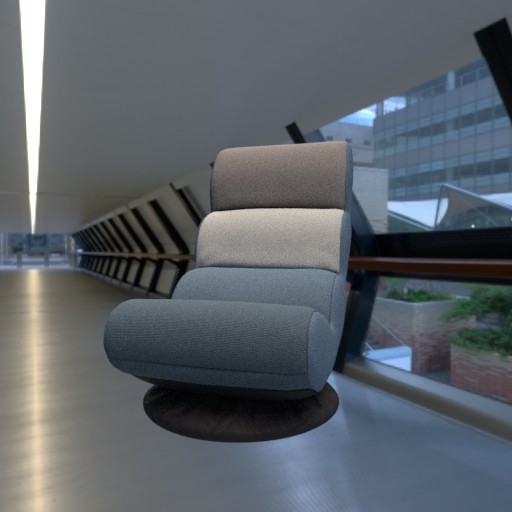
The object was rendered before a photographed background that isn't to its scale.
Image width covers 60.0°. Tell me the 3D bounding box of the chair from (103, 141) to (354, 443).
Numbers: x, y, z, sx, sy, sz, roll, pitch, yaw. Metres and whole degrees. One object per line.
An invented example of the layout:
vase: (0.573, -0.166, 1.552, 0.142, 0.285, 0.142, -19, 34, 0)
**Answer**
chair: (0.000, 0.000, 1.056, 0.420, 0.641, 0.661, 1, 2, 18)
